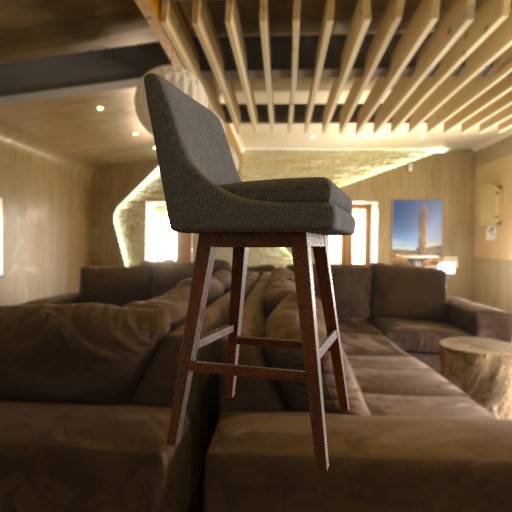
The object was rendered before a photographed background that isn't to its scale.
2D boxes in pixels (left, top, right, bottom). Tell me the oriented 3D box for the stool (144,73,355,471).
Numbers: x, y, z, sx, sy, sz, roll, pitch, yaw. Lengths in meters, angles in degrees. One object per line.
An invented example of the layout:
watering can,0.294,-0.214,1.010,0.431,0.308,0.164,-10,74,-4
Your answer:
stool,0.000,0.000,1.398,0.572,1.068,0.489,0,1,19
